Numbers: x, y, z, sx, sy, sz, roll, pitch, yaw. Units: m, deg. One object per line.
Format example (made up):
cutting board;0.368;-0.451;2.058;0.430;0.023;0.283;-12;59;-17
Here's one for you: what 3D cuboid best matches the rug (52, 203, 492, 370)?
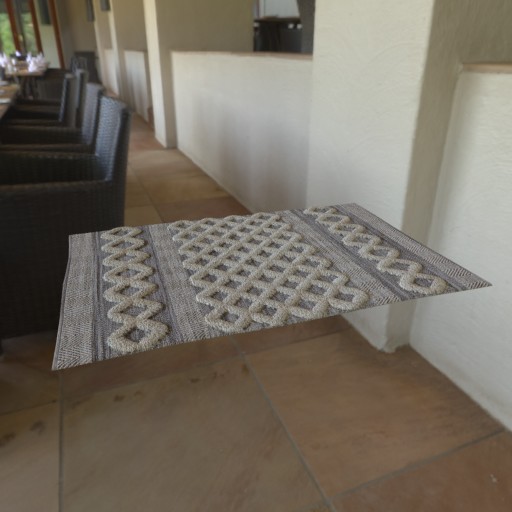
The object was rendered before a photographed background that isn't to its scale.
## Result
rug;0.000;0.000;2.240;1.823;0.030;1.222;-8;26;-17
